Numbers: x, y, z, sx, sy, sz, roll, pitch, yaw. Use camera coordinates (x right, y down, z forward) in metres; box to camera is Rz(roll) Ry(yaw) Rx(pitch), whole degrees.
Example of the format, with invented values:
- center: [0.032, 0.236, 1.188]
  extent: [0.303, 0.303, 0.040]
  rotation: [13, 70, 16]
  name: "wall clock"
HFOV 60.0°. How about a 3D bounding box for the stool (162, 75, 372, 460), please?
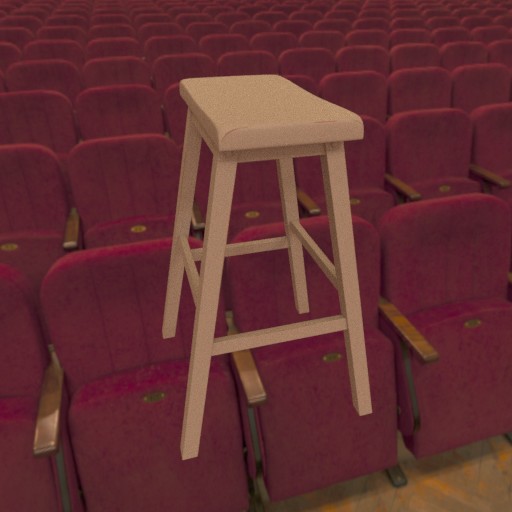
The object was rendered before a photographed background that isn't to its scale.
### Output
- center: [0.000, 0.000, 1.056]
  extent: [0.476, 0.737, 0.457]
  rotation: [-8, 32, -14]
  name: "stool"
